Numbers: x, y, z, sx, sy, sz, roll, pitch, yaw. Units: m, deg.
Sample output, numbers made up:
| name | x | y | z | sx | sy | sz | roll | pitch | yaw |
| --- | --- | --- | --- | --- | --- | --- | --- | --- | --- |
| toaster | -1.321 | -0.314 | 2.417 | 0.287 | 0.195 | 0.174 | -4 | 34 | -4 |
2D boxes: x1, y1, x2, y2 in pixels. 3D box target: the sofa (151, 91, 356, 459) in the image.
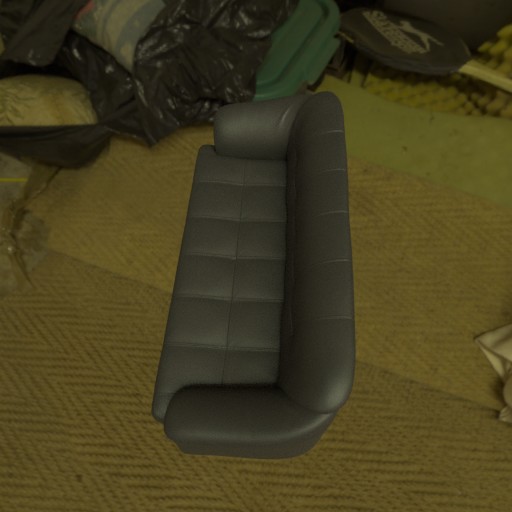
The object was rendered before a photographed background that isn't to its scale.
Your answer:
| name | x | y | z | sx | sy | sz | roll | pitch | yaw |
| --- | --- | --- | --- | --- | --- | --- | --- | --- | --- |
| sofa | 0.000 | 0.000 | 2.211 | 0.800 | 0.811 | 1.829 | 3 | 59 | 2 |
